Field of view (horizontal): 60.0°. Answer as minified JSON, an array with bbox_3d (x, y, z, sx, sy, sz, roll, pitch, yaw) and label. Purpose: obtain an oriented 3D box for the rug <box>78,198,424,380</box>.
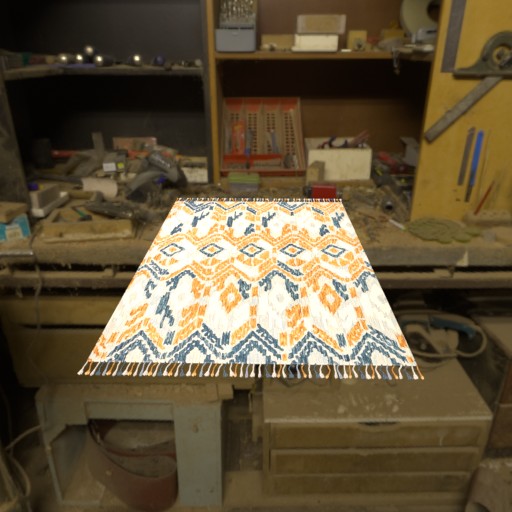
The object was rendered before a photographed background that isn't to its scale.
[{"bbox_3d":[0.000,0.000,3.032,1.533,0.010,2.428,1,26,1],"label":"rug"}]
